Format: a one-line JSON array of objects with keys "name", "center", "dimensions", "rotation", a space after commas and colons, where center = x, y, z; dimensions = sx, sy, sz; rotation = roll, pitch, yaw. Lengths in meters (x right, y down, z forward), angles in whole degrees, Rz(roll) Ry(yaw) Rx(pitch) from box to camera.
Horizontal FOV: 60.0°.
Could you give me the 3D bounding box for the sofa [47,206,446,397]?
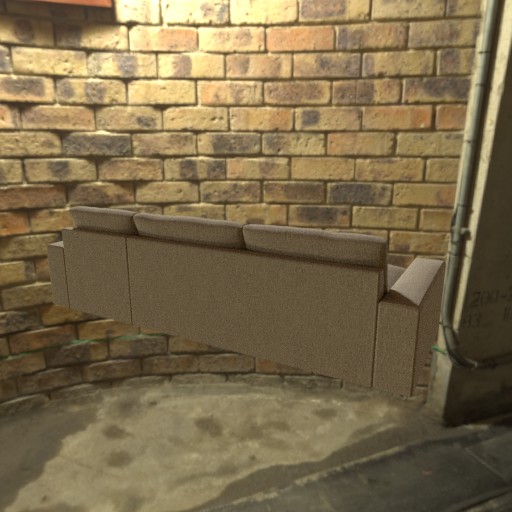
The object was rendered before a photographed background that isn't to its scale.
[{"name": "sofa", "center": [0.000, 0.000, 3.465], "dimensions": [2.718, 0.813, 1.689], "rotation": [8, 16, 28]}]
